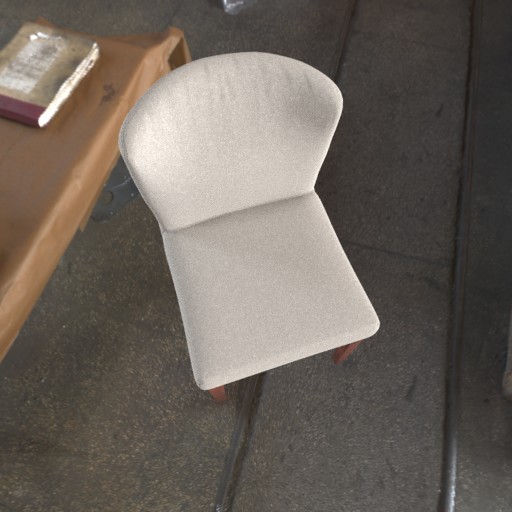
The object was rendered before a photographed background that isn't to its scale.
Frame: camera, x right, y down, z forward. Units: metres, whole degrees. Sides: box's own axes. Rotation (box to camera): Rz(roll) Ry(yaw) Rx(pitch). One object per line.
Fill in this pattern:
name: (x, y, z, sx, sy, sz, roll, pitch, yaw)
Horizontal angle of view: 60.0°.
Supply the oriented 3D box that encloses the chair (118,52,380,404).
chair: (0.000, 0.000, 1.200, 0.491, 0.839, 0.592, -16, 65, -8)
